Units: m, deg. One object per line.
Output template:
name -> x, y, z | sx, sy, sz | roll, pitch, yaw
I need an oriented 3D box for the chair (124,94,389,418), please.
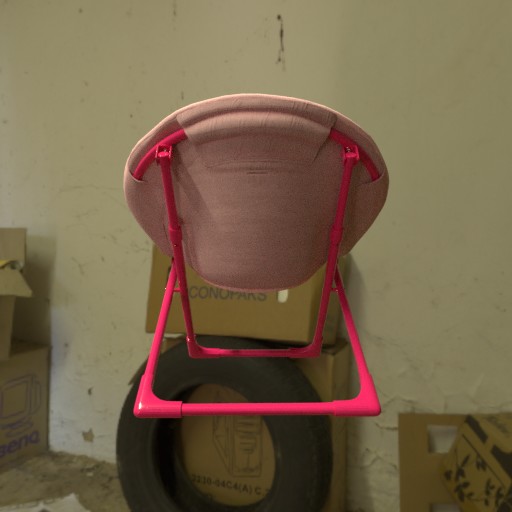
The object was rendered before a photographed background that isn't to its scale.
chair -> 0.000, 0.000, 0.897 | 0.522, 0.494, 0.459 | 0, 0, -1
